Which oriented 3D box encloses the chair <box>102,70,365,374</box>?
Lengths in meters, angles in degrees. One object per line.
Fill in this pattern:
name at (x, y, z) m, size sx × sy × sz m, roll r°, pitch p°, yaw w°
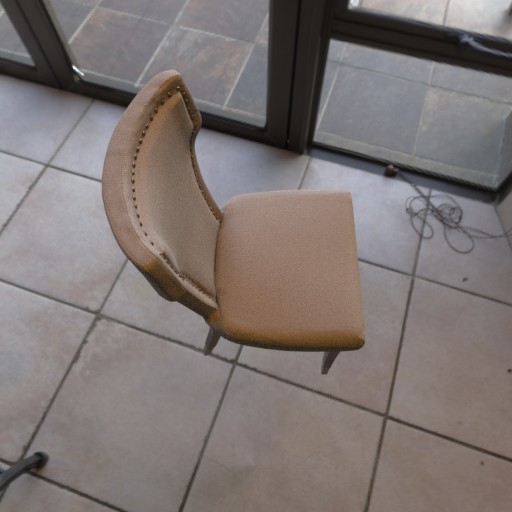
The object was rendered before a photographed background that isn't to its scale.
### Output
chair at (0.000, 0.000, 1.322) m, size 0.630 × 0.950 × 0.526 m, roll 0°, pitch 65°, yaw 0°
